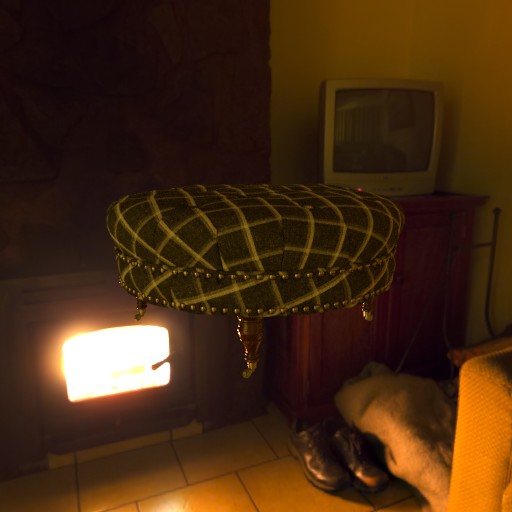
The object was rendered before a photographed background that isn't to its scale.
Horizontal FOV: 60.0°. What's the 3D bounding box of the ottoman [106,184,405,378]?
[{"bbox_3d":[0.000,0.000,1.422,0.901,0.439,0.901,0,13,0],"label":"ottoman"}]
